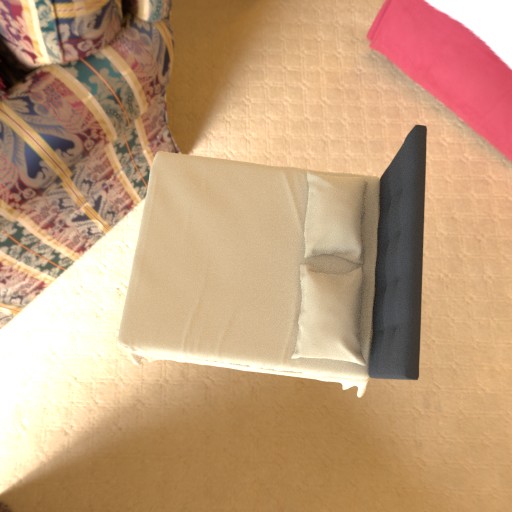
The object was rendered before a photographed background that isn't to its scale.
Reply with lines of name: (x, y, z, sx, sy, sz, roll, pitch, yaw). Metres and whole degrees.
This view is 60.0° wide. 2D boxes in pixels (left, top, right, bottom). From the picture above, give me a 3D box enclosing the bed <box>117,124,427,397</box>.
bed: (0.000, 0.000, 3.470, 2.222, 1.577, 1.936, 7, 75, 2)
